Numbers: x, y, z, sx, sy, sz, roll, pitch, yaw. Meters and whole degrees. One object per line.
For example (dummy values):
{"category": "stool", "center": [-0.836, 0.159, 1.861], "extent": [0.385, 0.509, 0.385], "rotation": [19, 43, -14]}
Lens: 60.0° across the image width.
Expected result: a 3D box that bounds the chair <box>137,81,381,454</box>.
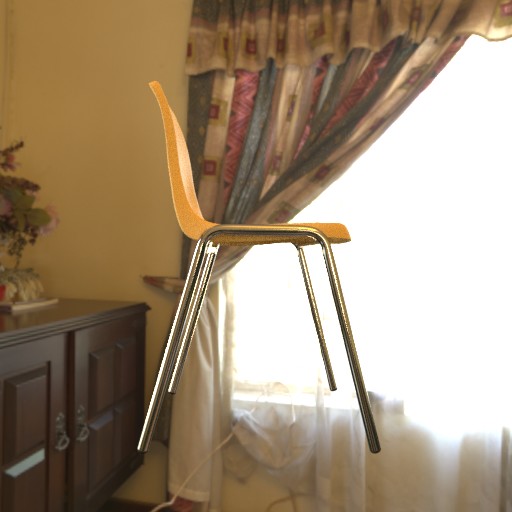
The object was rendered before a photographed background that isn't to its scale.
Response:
{"category": "chair", "center": [0.000, 0.000, 0.967], "extent": [0.436, 0.704, 0.381], "rotation": [0, 0, -2]}
